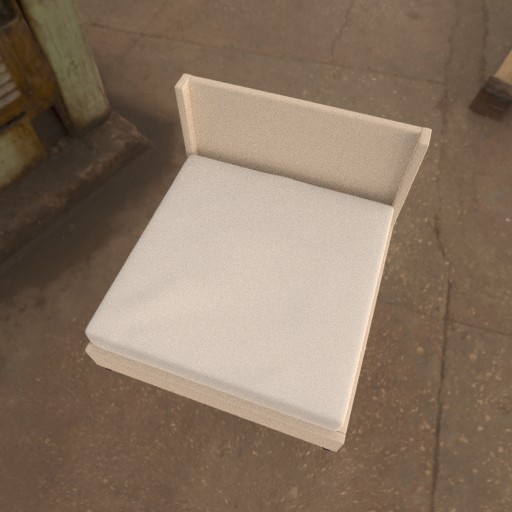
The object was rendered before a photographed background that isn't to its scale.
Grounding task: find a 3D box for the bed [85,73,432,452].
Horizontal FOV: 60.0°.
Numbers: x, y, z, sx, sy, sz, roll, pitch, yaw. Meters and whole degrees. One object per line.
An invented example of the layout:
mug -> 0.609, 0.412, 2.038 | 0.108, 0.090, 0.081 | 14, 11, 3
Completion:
bed -> 0.000, 0.000, 3.711 | 2.145, 1.471, 2.293 | 16, 59, 10
